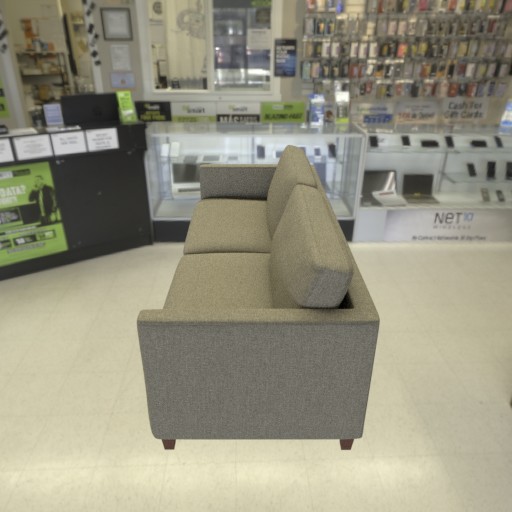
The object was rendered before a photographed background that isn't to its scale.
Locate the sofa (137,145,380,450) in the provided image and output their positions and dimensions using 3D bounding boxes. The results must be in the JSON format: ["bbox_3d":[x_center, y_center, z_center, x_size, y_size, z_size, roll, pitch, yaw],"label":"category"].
[{"bbox_3d":[0.000,0.000,2.741,0.956,0.960,2.208,0,27,0],"label":"sofa"}]
